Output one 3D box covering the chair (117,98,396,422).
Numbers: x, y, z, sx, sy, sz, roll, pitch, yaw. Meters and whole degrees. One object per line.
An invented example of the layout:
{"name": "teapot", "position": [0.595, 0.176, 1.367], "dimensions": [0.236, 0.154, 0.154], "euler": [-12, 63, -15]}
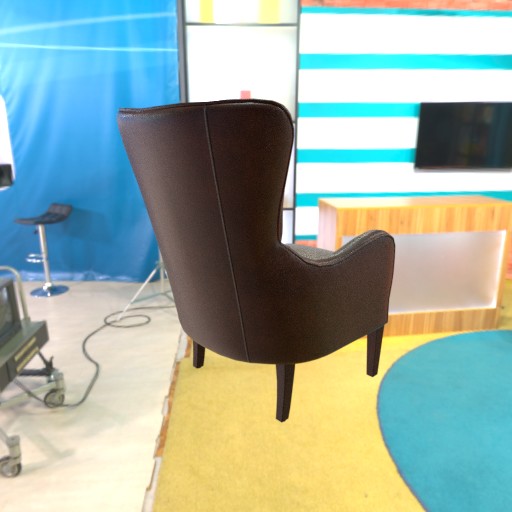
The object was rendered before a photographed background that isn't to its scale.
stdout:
{"name": "chair", "position": [0.000, 0.000, 1.649], "dimensions": [0.914, 1.048, 0.692], "euler": [-14, 21, -41]}
